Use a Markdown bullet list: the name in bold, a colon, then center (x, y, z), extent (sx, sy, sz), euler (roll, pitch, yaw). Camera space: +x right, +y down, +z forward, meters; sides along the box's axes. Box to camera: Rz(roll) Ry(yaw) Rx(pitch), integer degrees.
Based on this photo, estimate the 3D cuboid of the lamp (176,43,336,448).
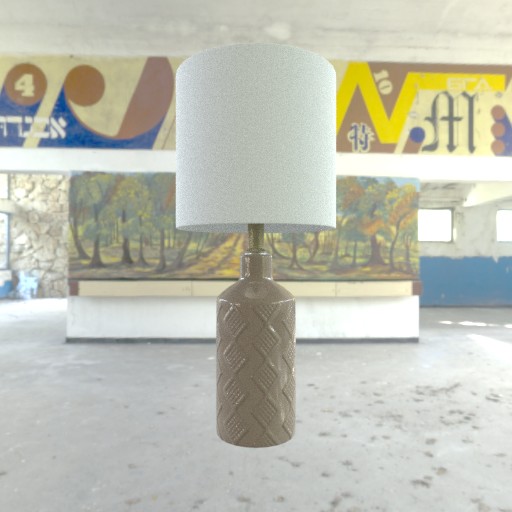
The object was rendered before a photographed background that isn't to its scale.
- **lamp**: center (0.000, 0.000, 0.581), extent (0.207, 0.461, 0.207), euler (0, 0, -1)
